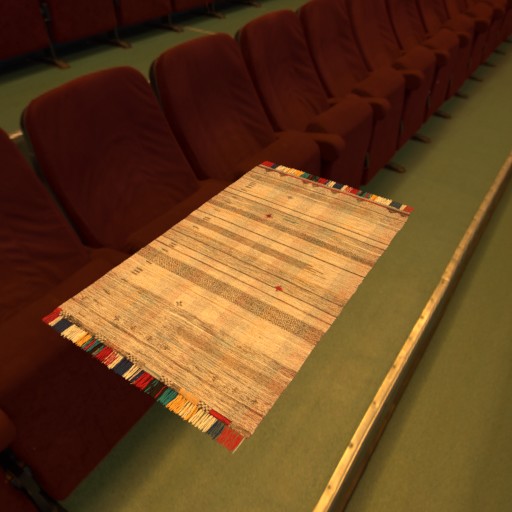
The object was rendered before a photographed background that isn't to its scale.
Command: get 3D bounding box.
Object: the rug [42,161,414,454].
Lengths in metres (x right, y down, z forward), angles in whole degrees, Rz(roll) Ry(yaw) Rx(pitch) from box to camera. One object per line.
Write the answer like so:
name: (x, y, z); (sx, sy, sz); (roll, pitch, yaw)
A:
rug: (0.000, 0.000, 3.114); (1.465, 0.012, 2.465); (24, 45, 26)
